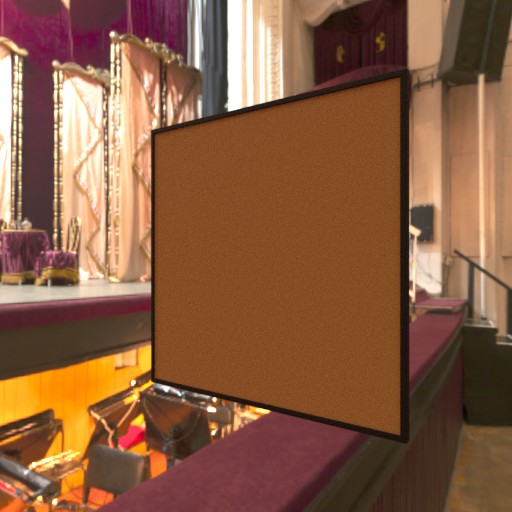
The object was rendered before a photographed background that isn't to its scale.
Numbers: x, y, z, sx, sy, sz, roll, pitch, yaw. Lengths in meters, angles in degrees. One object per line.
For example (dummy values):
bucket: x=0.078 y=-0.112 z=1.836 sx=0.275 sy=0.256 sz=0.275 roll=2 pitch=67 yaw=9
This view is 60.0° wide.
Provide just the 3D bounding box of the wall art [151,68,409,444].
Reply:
wall art: x=0.000 y=0.000 z=0.677 sx=0.458 sy=0.457 sz=0.013 roll=0 pitch=0 yaw=35
